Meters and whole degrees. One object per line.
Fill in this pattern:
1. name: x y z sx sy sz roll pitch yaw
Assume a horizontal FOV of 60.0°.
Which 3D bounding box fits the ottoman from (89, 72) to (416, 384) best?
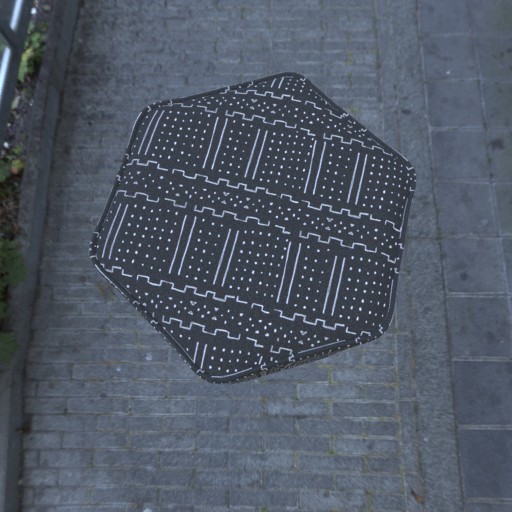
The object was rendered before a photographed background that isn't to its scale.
1. ottoman: 0.000 0.000 0.867 0.443 0.502 0.494 14 75 4
